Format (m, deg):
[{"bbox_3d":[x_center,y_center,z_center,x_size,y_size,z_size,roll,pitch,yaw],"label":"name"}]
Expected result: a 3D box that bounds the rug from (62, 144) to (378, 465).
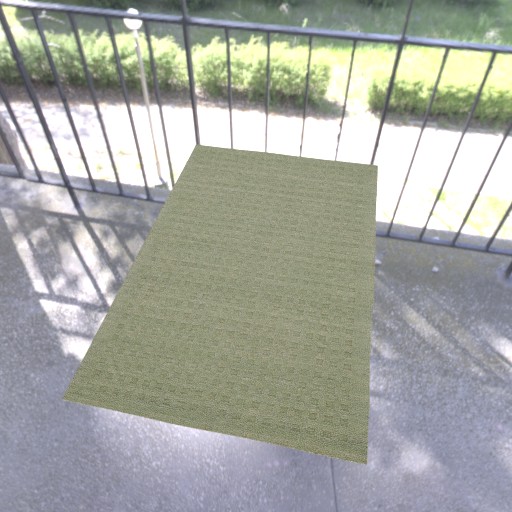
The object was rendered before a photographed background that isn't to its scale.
[{"bbox_3d":[0.000,0.000,2.173,1.143,0.006,1.747,9,48,8],"label":"rug"}]
